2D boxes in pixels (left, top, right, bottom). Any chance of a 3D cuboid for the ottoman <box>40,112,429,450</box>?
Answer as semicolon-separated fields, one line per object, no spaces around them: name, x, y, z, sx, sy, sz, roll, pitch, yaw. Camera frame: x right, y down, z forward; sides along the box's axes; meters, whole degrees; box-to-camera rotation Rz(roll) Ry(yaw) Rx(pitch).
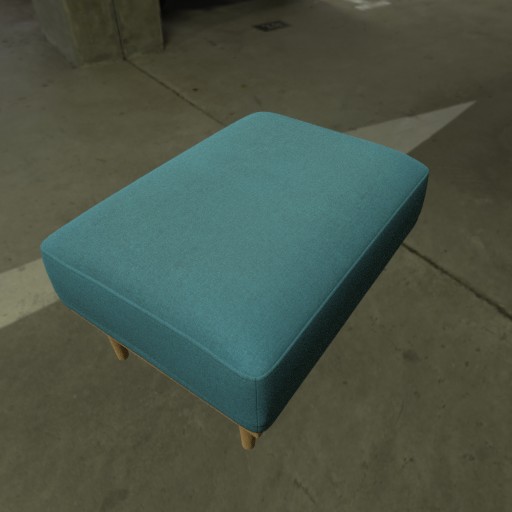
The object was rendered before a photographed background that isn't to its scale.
ottoman;0.000;0.000;1.063;0.549;0.428;0.749;25;48;25
